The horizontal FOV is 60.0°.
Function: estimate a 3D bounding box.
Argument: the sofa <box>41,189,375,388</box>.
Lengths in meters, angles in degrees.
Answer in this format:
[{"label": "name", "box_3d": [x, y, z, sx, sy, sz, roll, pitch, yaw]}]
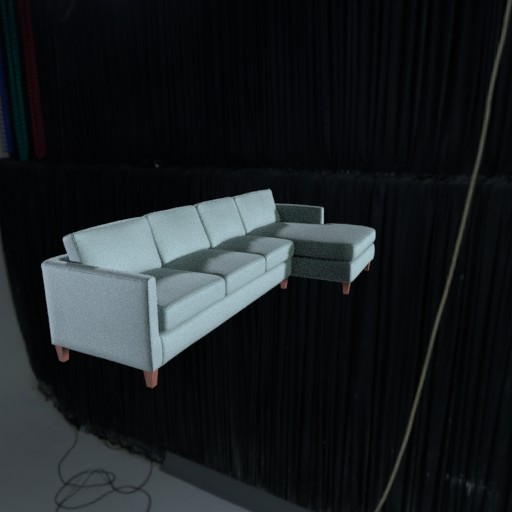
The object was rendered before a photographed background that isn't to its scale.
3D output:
[{"label": "sofa", "box_3d": [0.000, 0.000, 4.213, 1.604, 0.950, 3.471, 7, 16, 25]}]
